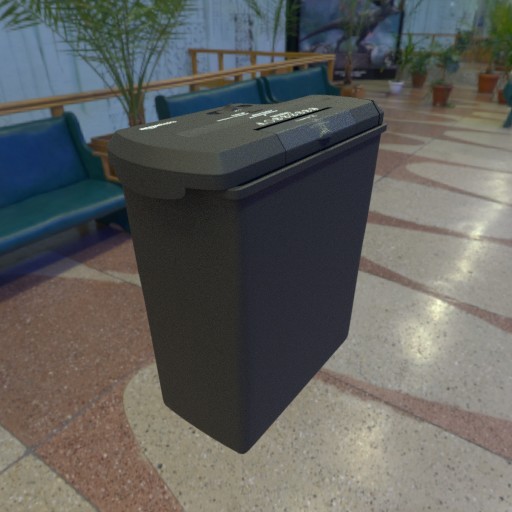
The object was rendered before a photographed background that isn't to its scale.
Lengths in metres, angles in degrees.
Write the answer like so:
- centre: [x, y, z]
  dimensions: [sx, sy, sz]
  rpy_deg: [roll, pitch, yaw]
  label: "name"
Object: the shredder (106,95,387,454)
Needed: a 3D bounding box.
- centre: [0.000, 0.000, 0.518]
  dimensions: [0.170, 0.335, 0.320]
  rpy_deg: [19, 34, 31]
  label: "shredder"
